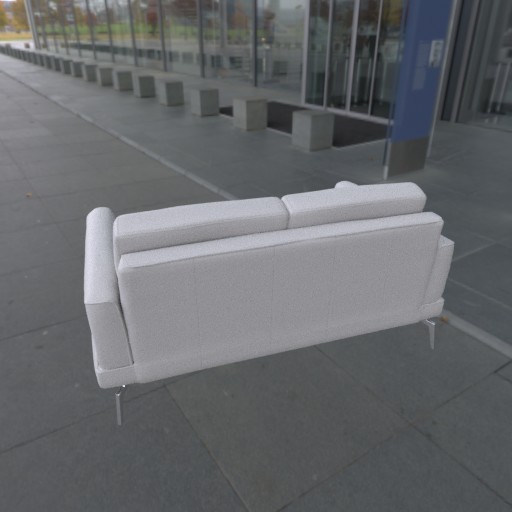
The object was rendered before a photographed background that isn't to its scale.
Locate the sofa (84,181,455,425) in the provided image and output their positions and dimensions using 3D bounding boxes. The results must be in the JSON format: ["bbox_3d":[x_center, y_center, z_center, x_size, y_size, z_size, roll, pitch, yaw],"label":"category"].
[{"bbox_3d":[0.000,0.000,2.487,1.819,0.930,1.121,-9,28,-16],"label":"sofa"}]
